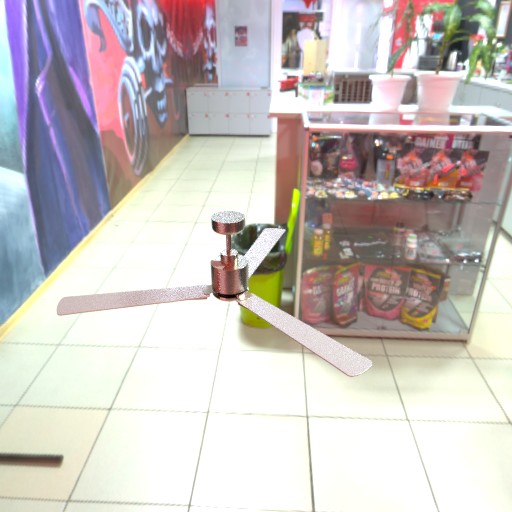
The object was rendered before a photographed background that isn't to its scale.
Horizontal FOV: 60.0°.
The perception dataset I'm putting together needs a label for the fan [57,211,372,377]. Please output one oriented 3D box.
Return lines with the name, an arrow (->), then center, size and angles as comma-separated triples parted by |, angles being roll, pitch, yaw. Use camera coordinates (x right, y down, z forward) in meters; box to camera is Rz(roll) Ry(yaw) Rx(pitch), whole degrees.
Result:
fan -> 0.000, 0.000, 2.350 | 1.531, 0.446, 1.561 | 18, 31, 32
